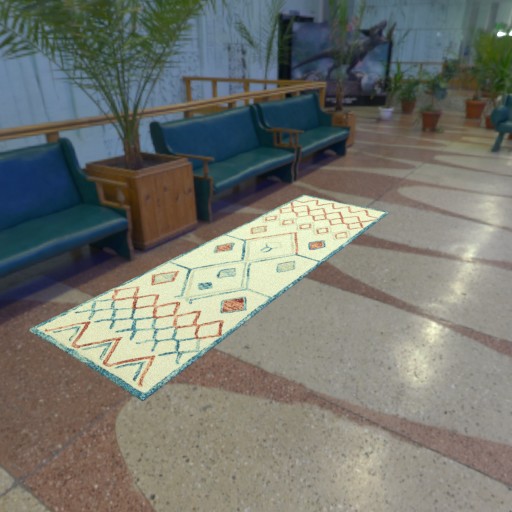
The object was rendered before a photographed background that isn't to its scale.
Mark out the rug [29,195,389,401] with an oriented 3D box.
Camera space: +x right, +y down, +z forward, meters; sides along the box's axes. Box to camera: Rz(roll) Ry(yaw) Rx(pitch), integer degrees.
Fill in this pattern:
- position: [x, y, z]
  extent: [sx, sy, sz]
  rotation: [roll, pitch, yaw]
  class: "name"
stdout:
- position: [0.000, 0.000, 2.671]
  extent: [0.750, 0.011, 2.435]
  rotation: [17, 30, 32]
  class: "rug"
